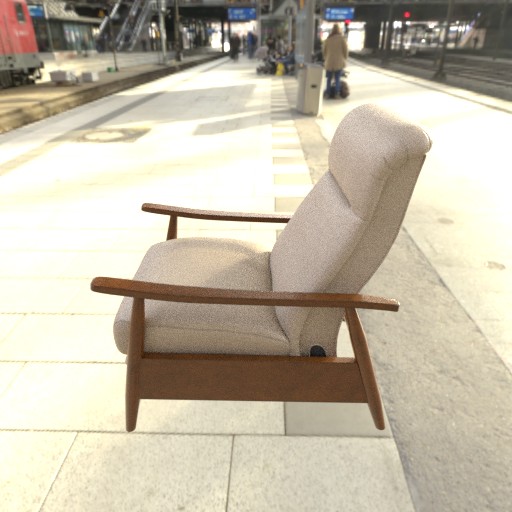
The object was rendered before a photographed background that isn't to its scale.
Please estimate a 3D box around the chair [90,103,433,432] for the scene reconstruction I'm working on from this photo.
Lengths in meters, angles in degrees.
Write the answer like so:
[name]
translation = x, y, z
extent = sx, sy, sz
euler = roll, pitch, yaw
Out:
[chair]
translation = 0.000, 0.000, 1.733
extent = 1.030, 1.082, 0.762
euler = 0, 26, 0
